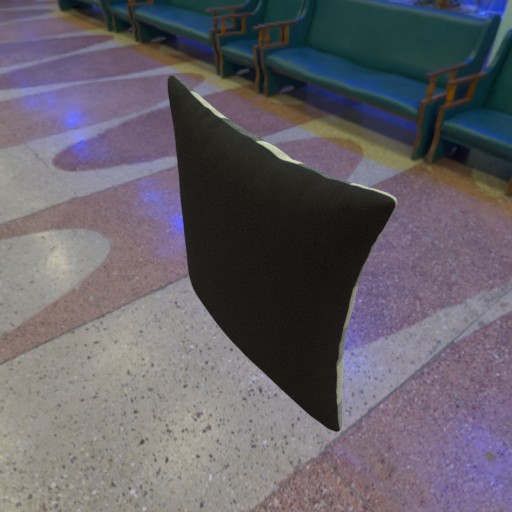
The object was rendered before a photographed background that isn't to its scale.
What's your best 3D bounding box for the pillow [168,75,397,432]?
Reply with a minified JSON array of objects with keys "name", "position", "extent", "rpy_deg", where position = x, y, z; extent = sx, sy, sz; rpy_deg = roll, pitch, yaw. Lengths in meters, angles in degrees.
[{"name":"pillow","position":[0.000,0.000,0.804],"extent":[0.161,0.509,0.511],"rpy_deg":[-26,47,-27]}]
